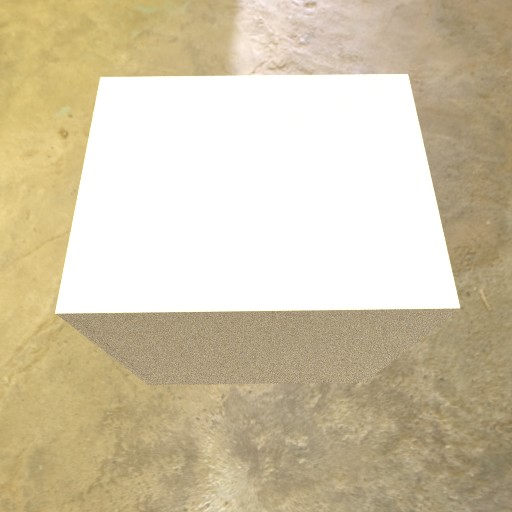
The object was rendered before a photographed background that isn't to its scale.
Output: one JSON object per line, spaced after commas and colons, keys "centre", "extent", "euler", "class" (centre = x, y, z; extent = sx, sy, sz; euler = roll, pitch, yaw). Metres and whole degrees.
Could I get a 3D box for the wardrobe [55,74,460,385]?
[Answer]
{"centre": [0.000, 0.000, 0.867], "extent": [0.500, 0.520, 0.400], "euler": [-1, 64, 0], "class": "wardrobe"}
